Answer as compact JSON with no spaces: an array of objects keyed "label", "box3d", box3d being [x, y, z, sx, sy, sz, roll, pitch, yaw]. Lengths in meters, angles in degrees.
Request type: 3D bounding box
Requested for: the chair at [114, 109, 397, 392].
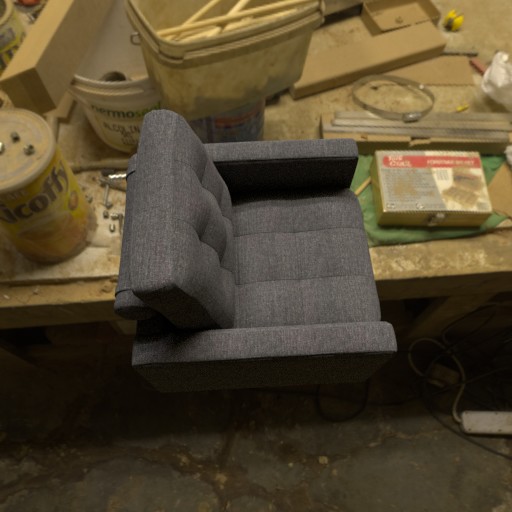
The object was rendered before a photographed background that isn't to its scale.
[{"label":"chair","box3d":[0.000,0.000,1.578,0.843,0.880,0.821,-3,63,-1]}]
